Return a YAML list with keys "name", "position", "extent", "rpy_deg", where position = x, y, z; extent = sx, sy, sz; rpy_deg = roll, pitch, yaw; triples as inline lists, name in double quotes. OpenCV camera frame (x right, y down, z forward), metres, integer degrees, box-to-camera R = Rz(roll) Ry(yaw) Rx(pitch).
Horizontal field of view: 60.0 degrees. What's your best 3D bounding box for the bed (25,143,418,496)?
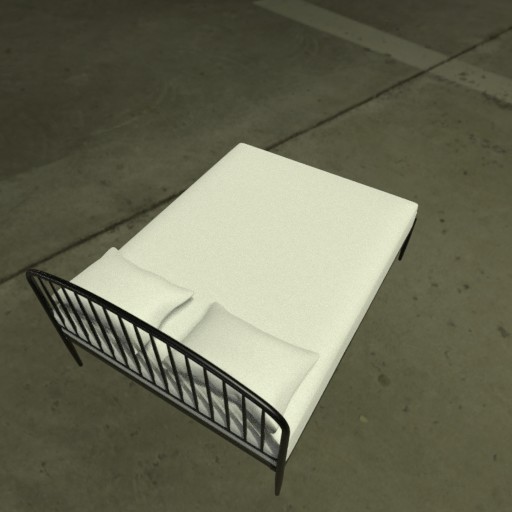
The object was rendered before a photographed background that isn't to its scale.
- name: "bed"
  position: [0.000, 0.000, 3.001]
  extent: [1.618, 1.166, 2.159]
  rpy_deg: [24, 52, 21]
